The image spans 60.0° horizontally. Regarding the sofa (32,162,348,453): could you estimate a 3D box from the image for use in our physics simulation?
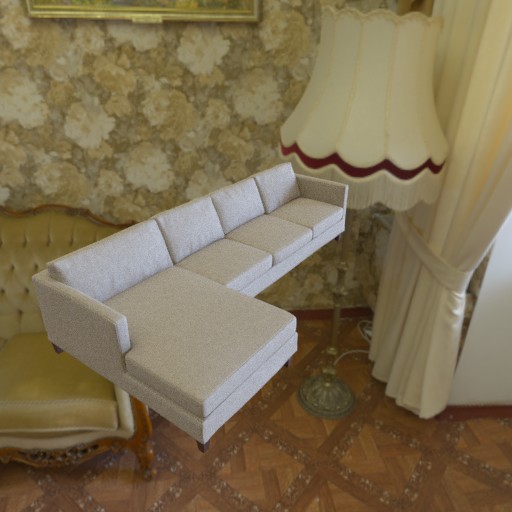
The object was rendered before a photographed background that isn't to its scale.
[{"bbox_3d":[0.000,0.000,3.944,1.625,0.846,3.186,19,33,32],"label":"sofa"}]
